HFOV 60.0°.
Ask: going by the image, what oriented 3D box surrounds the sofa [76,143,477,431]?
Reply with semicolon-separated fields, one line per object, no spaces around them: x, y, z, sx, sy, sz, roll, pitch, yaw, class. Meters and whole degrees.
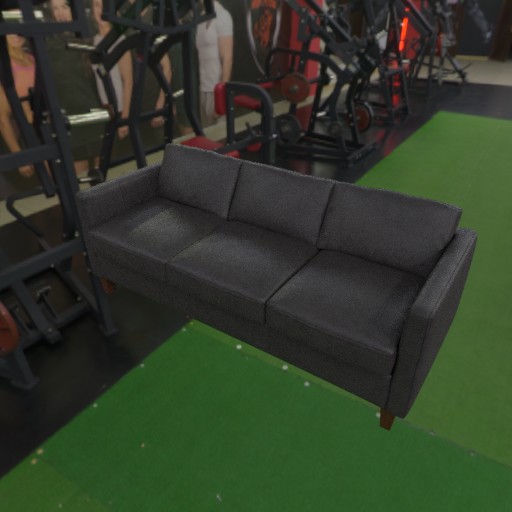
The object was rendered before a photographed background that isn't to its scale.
0.000;0.000;2.958;2.464;1.006;1.045;19;35;29;sofa
